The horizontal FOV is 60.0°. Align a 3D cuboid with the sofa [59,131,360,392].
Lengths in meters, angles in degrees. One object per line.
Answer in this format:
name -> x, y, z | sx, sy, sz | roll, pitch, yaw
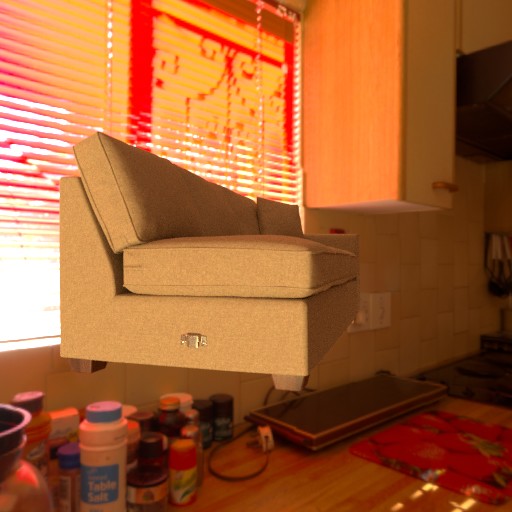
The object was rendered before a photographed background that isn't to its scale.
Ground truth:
sofa -> 0.000, 0.000, 2.503 | 1.034, 0.946, 1.963 | 0, -1, 18
